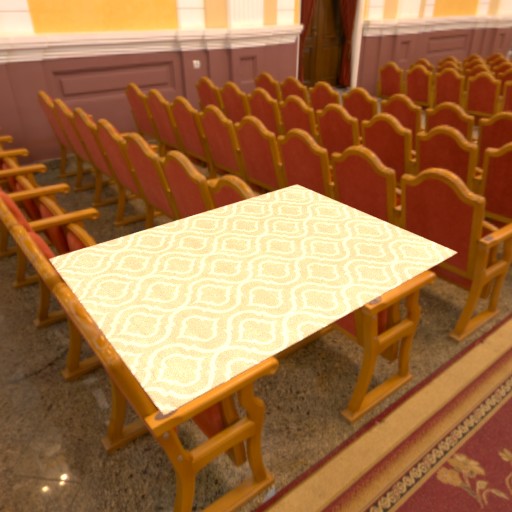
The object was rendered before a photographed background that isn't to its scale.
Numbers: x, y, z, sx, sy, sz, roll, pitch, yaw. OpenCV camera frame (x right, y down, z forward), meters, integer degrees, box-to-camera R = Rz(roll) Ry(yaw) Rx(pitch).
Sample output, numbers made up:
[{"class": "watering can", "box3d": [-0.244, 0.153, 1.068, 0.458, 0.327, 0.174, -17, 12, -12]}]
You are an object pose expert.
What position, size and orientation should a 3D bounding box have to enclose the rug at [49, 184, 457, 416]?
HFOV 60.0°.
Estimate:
[{"class": "rug", "box3d": [0.000, 0.000, 4.483, 3.353, 0.010, 2.438, -21, 36, -32]}]
